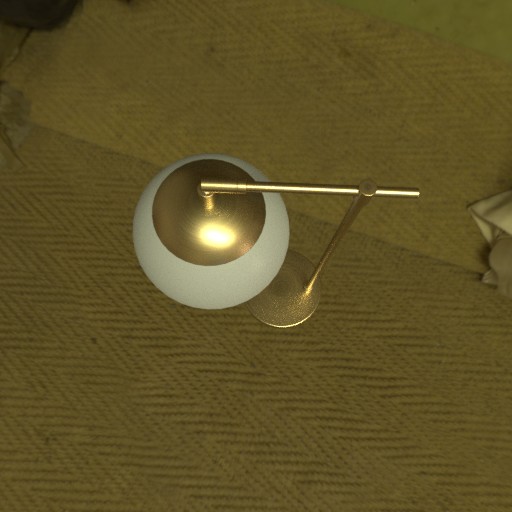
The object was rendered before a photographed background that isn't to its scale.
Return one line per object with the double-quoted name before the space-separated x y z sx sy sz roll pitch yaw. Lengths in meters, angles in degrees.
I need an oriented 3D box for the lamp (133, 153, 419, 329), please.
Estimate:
"lamp" 0.000 0.000 0.706 0.324 0.559 0.207 2 75 1
